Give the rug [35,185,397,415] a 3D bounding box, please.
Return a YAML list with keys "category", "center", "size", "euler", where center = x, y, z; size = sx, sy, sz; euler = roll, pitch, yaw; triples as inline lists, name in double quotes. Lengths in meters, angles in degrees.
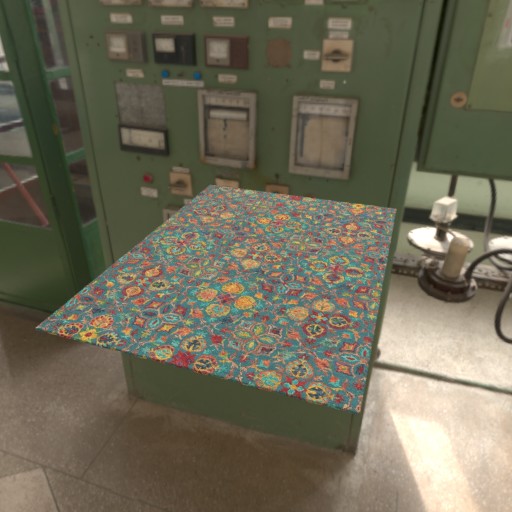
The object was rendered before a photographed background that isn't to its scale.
- category: "rug"
  center: [0.000, 0.000, 4.316]
  size: [2.434, 0.025, 3.204]
  euler: [10, 31, 17]
